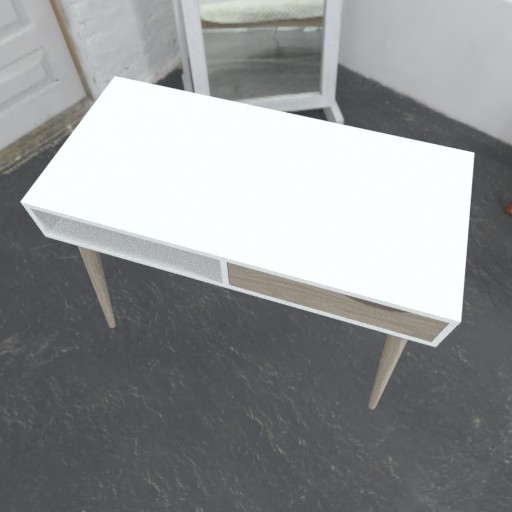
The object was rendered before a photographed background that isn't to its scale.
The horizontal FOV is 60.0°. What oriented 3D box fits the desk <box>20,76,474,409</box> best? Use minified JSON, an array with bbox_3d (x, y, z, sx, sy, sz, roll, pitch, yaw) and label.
[{"bbox_3d":[0.000,0.000,1.359,0.979,0.723,0.491,15,60,9],"label":"desk"}]
